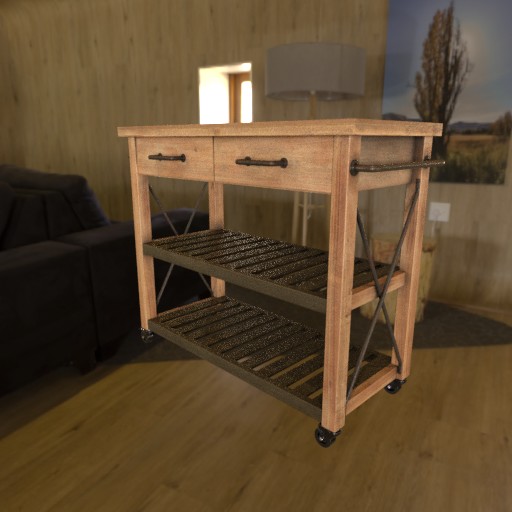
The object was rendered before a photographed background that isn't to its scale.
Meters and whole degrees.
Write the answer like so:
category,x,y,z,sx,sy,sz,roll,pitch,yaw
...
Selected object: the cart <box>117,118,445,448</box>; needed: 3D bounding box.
category,x,y,z,sx,sy,sz,roll,pitch,yaw
cart,0.000,0.000,0.980,0.298,0.554,0.686,-14,20,-43
